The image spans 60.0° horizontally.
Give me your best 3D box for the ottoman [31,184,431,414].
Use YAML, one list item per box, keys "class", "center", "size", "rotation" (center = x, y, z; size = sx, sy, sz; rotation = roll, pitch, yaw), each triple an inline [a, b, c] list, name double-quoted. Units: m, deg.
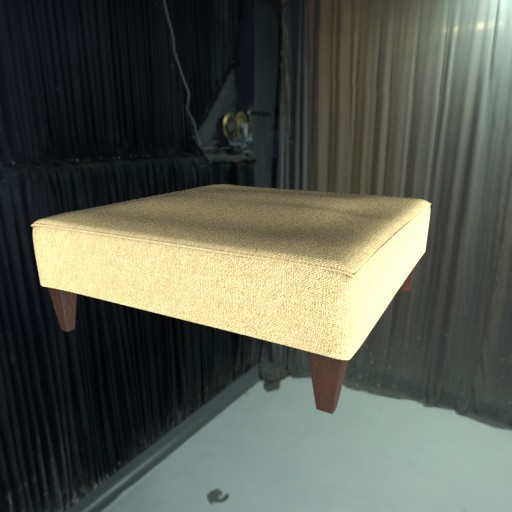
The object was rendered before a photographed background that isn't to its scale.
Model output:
- class: "ottoman"
  center: [0.000, 0.000, 1.503]
  size: [0.970, 0.378, 0.981]
  rotation: [9, 18, 28]
